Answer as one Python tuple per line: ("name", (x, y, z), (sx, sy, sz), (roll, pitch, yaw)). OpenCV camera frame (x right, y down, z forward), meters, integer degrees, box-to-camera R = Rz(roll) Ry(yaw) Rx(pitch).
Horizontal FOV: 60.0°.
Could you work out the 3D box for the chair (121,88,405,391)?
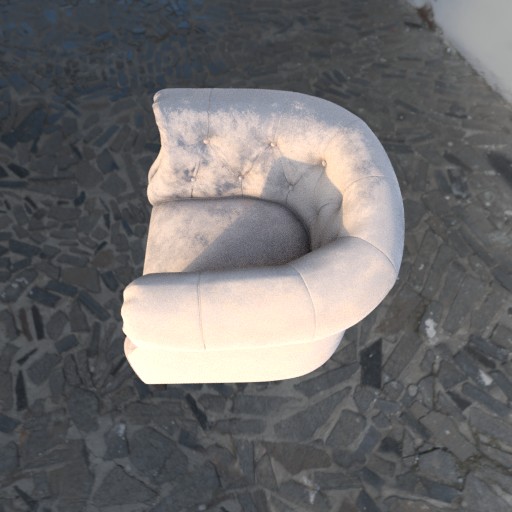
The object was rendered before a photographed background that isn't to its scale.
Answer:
("chair", (0.000, 0.000, 1.578), (0.851, 0.826, 0.904), (-1, 58, -1))
